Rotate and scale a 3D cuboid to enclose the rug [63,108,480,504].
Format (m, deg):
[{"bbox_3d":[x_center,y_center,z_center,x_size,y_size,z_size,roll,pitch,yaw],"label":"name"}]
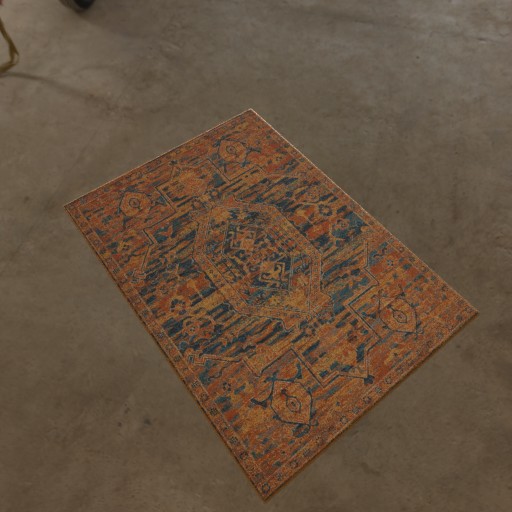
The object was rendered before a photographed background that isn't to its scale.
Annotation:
[{"bbox_3d":[0.000,0.000,2.771,1.588,0.024,2.204,-33,64,-19],"label":"rug"}]
